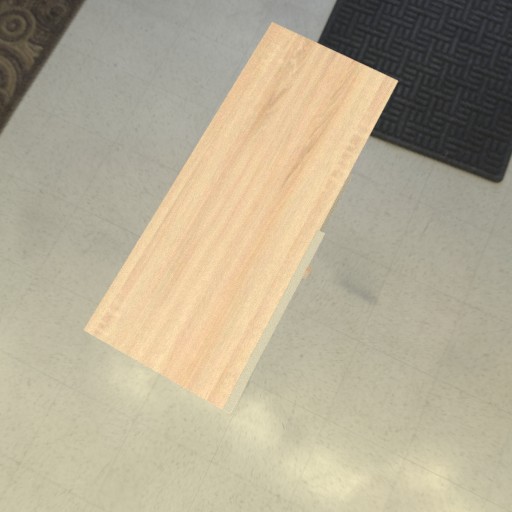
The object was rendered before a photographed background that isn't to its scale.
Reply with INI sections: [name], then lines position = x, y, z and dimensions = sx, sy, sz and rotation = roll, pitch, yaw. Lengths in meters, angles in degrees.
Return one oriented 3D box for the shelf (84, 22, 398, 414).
[shelf]
position = 0.000, 0.000, 1.849
dimensions = 0.434, 1.405, 0.995
rotation = 28, 79, 6
